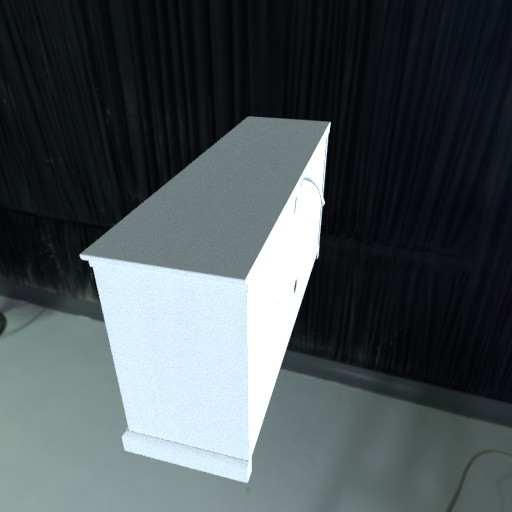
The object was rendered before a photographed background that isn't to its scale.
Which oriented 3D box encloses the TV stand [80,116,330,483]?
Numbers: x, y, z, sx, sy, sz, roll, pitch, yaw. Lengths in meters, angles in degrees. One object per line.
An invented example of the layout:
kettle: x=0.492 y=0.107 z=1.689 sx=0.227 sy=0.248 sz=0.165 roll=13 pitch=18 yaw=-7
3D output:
TV stand: x=0.000 y=0.000 z=1.485 sx=0.424 sy=0.624 sz=1.187 roll=8 pitch=32 yaw=13
